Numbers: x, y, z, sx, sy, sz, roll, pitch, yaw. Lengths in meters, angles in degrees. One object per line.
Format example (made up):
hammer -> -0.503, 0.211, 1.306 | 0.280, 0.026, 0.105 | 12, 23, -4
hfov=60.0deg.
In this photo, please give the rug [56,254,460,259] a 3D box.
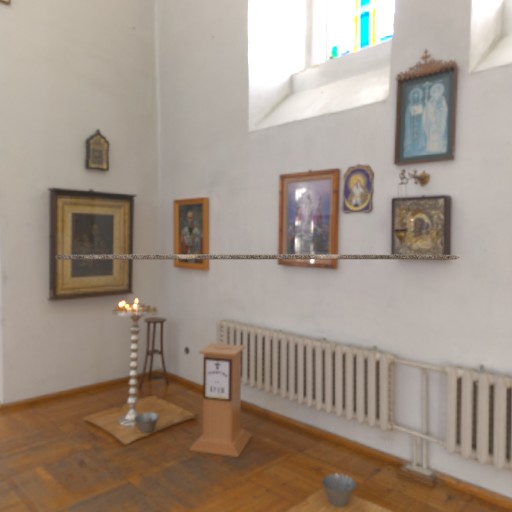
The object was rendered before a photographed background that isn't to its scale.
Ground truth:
rug -> 0.000, 0.000, 4.094 | 2.399, 0.026, 3.000 | 0, 0, -1
